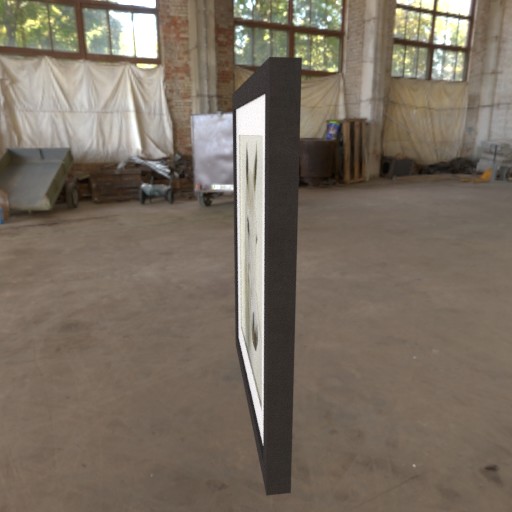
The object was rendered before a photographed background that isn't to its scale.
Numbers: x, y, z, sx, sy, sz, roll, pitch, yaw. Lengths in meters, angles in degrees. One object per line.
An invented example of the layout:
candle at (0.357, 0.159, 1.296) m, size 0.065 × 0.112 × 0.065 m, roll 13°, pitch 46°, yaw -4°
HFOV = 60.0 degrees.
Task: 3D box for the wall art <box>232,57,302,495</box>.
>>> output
wall art at (0.000, 0.000, 0.751) m, size 0.034 × 0.552 × 0.455 m, roll -2°, pitch 16°, yaw -8°
